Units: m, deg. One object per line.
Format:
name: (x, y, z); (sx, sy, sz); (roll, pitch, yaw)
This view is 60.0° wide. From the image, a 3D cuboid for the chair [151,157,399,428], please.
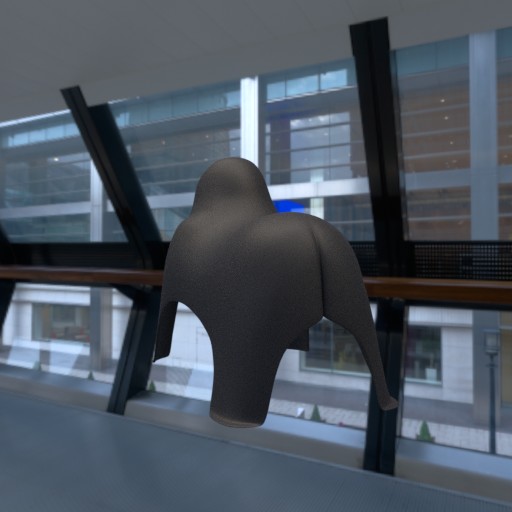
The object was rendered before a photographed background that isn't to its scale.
chair: (0.000, 0.000, 1.154); (0.490, 0.600, 0.758); (0, -1, -19)
